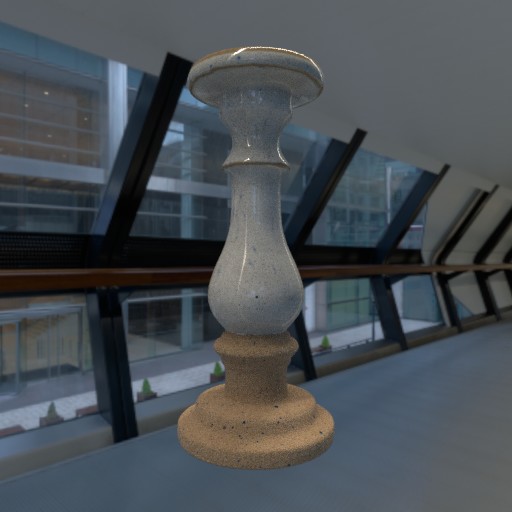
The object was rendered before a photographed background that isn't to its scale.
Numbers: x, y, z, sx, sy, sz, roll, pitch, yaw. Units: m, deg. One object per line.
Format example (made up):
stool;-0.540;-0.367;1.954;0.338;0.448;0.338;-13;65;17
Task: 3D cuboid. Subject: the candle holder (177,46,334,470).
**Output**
candle holder;0.000;0.000;0.250;0.088;0.203;0.088;0;1;0
